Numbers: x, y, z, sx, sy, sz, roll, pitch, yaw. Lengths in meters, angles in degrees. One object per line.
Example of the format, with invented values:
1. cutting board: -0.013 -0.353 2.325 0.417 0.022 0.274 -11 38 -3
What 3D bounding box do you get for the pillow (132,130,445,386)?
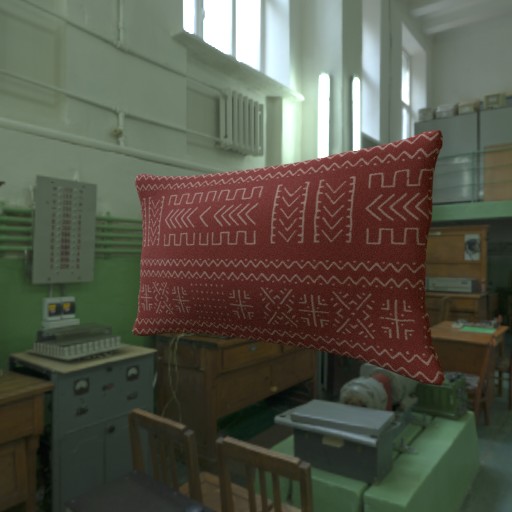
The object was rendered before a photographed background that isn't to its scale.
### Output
1. pillow: 0.000 0.000 0.793 0.640 0.352 0.130 0 1 35
